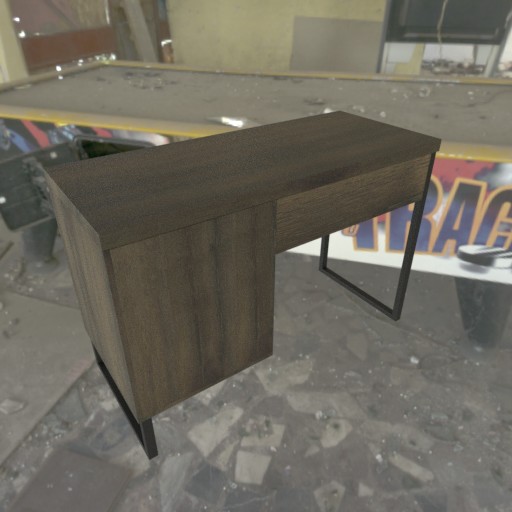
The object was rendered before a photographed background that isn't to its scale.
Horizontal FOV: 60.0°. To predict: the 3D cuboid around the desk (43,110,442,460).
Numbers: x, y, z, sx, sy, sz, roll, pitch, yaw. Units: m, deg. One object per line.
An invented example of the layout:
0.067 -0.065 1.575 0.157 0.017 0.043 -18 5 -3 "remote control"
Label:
0.000 0.000 1.547 1.134 0.752 0.511 -20 37 -29 "desk"
